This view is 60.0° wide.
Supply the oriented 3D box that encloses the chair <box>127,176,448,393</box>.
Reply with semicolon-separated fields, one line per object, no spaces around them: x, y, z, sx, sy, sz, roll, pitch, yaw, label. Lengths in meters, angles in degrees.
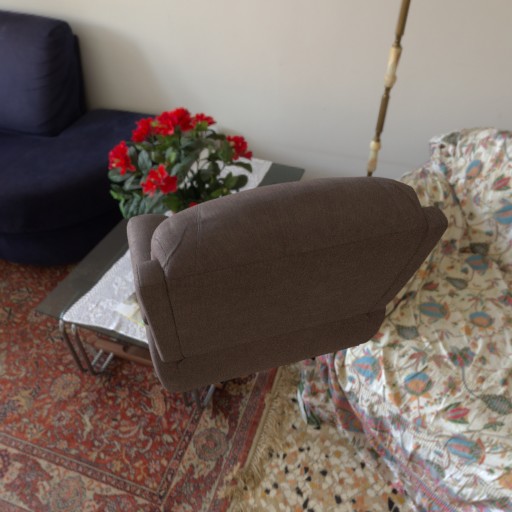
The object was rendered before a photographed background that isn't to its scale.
0.000;0.000;1.717;0.930;1.011;0.899;-12;43;-12;chair
